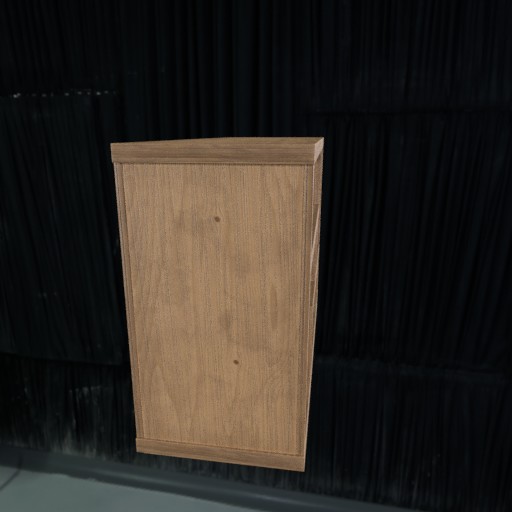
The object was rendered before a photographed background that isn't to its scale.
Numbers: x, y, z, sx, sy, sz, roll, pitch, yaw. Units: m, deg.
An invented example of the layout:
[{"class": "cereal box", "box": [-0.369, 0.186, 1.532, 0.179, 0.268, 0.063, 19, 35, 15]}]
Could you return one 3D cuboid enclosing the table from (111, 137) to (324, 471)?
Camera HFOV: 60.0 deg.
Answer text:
[{"class": "table", "box": [0.000, 0.000, 1.514, 0.410, 0.771, 1.151, 2, 16, 9]}]
